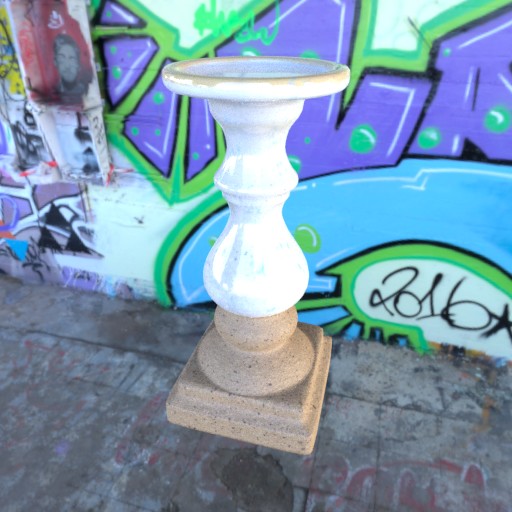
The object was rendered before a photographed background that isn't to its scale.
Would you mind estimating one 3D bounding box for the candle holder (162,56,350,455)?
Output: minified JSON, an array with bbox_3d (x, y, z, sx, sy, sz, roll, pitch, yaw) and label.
[{"bbox_3d":[0.000,0.000,0.300,0.110,0.239,0.110,8,31,13],"label":"candle holder"}]
